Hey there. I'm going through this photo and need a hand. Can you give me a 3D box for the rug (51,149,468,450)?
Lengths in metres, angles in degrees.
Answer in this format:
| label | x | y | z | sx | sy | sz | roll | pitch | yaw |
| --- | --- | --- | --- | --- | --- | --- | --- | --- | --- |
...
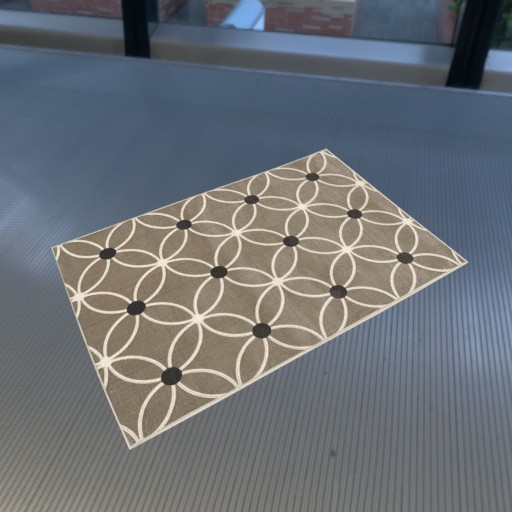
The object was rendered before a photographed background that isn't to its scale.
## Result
| label | x | y | z | sx | sy | sz | roll | pitch | yaw |
| --- | --- | --- | --- | --- | --- | --- | --- | --- | --- |
| rug | 0.000 | 0.000 | 2.886 | 2.284 | 0.008 | 1.522 | -24 | 51 | -21 |
